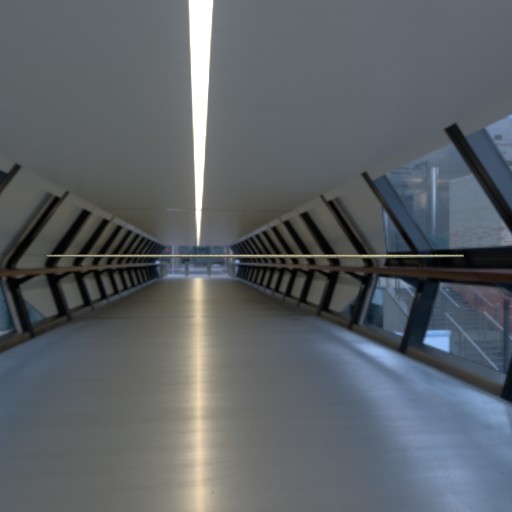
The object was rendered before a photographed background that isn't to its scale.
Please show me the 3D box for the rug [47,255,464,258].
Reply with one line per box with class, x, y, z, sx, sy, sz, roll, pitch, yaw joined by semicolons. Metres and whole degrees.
rug;0.000;0.000;4.262;3.204;0.016;2.452;0;0;37
